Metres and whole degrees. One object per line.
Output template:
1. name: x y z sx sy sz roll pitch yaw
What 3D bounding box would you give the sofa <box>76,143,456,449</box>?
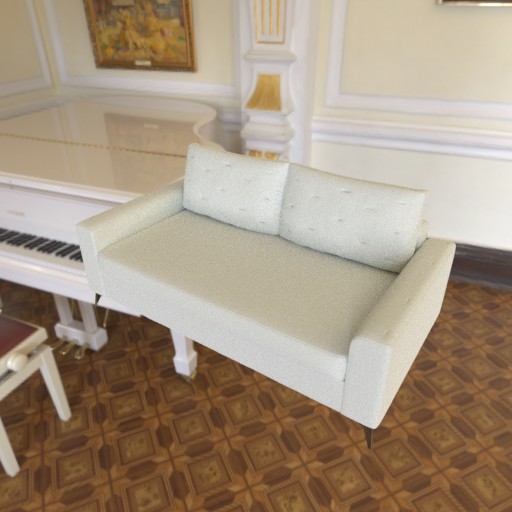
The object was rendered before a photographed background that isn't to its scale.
1. sofa: 0.000 0.000 2.189 1.650 0.790 0.920 19 35 29
